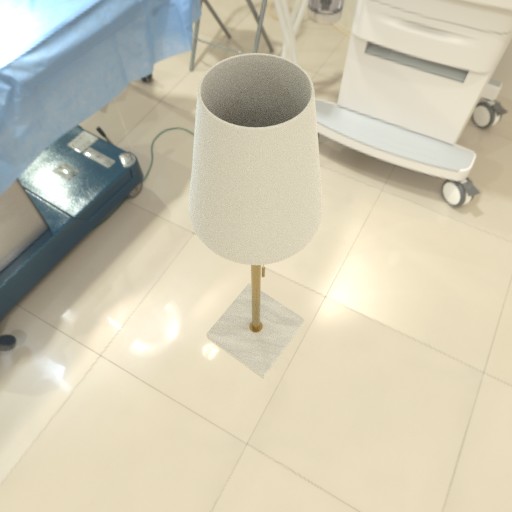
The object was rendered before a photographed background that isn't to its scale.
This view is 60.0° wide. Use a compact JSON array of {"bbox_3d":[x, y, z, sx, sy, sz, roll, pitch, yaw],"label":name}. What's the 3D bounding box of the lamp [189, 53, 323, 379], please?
[{"bbox_3d":[0.000,0.000,0.714,0.181,0.639,0.181,32,64,18],"label":"lamp"}]
